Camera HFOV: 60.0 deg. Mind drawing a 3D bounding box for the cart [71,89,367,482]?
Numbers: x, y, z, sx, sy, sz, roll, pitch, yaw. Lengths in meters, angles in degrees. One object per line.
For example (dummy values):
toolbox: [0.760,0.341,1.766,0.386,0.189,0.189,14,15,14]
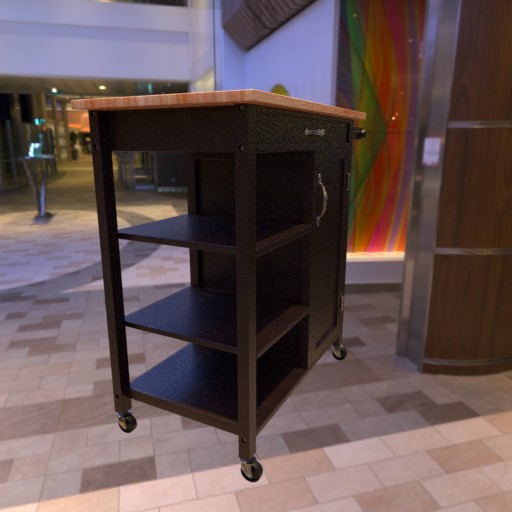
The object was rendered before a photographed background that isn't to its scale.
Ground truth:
cart: [0.000,0.000,1.397,0.472,0.878,0.914,7,16,27]
